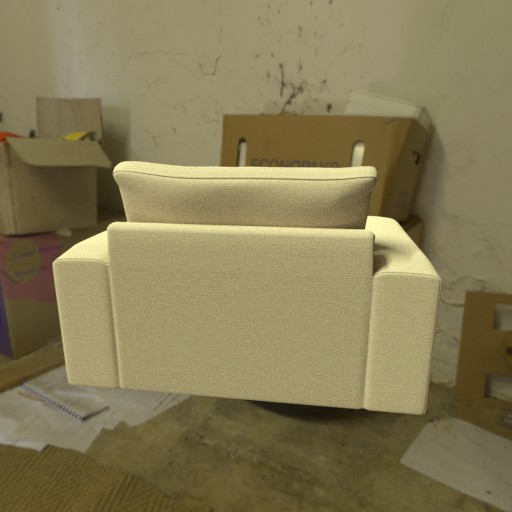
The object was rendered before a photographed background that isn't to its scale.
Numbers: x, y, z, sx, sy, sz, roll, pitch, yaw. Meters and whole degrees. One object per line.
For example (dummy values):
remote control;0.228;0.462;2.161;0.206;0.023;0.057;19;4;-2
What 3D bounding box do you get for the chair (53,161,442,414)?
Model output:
chair;0.000;0.000;2.076;1.398;0.915;1.039;2;16;8
